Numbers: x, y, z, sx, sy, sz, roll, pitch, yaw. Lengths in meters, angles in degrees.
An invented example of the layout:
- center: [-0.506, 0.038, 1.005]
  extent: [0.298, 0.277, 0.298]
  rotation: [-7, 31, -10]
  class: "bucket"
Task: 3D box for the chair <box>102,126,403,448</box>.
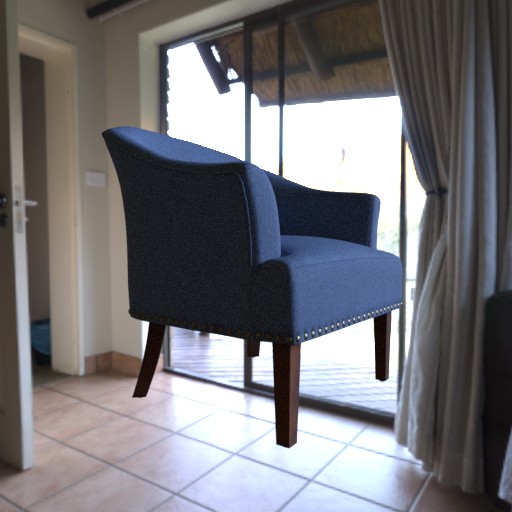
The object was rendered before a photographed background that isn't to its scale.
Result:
- center: [0.000, 0.000, 1.379]
  extent: [0.704, 0.815, 0.798]
  rotation: [1, 2, 36]
  class: "chair"
